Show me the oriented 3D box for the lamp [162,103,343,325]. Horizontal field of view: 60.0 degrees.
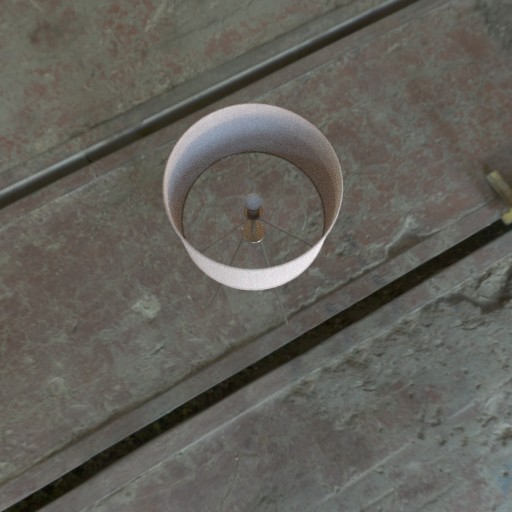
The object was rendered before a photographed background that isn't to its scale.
[{"bbox_3d":[0.000,0.000,1.753,0.449,1.545,0.460,14,76,4],"label":"lamp"}]
